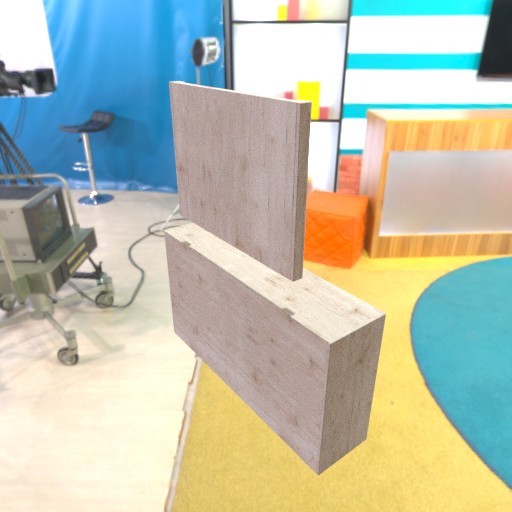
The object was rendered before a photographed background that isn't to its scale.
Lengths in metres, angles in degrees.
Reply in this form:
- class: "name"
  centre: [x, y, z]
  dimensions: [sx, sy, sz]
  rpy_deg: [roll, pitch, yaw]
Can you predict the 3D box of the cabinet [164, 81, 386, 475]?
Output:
- class: "cabinet"
  centre: [0.000, 0.000, 2.776]
  dimensions: [0.420, 1.981, 1.700]
  rpy_deg: [-19, 32, -33]
